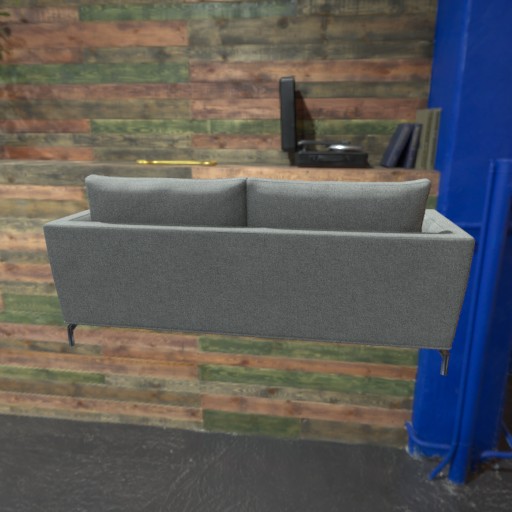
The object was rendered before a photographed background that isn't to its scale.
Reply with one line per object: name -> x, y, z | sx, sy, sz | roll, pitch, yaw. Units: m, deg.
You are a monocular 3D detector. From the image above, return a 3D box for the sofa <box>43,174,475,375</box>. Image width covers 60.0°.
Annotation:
sofa -> 0.000, 0.000, 2.690 | 2.212, 1.002, 0.869 | 2, 16, 9
